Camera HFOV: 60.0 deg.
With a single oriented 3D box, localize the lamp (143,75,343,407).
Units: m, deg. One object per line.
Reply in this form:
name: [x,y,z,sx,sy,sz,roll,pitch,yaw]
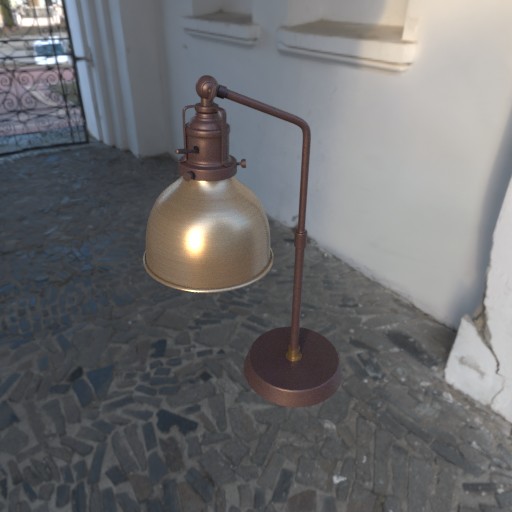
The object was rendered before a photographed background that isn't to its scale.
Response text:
lamp: [0.000,0.000,0.605,0.298,0.469,0.175,-8,32,-14]
